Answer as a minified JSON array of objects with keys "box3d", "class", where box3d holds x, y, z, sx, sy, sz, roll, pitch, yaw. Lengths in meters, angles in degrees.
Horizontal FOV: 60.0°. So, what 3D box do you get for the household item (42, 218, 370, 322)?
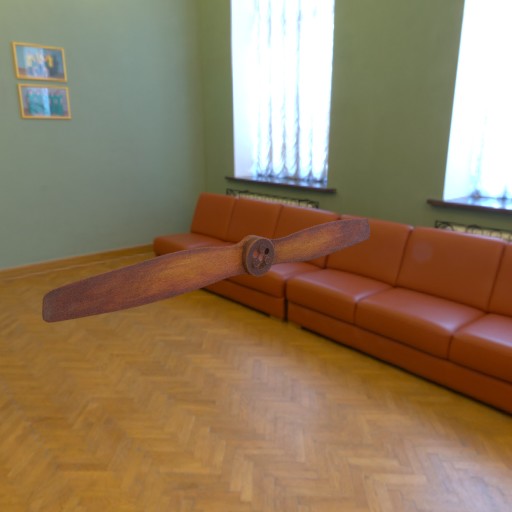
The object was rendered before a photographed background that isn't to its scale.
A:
[{"box3d":[0.000,0.000,1.280,1.181,0.121,0.051,-14,21,-42],"class":"household item"}]
